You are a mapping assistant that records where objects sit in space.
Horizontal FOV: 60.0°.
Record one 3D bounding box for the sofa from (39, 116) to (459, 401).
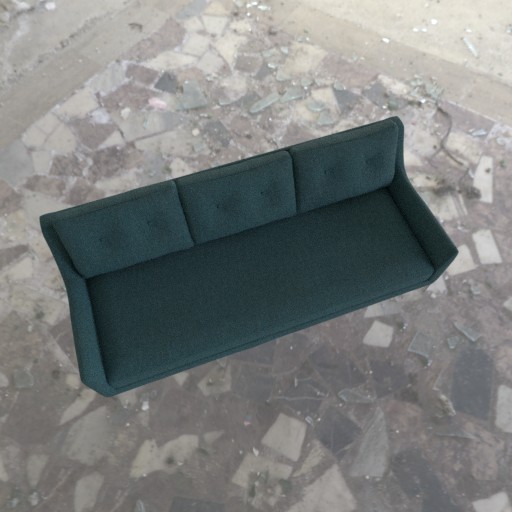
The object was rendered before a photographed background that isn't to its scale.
[{"bbox_3d":[0.000,0.000,2.504,2.060,0.837,0.849,-18,64,-9],"label":"sofa"}]
